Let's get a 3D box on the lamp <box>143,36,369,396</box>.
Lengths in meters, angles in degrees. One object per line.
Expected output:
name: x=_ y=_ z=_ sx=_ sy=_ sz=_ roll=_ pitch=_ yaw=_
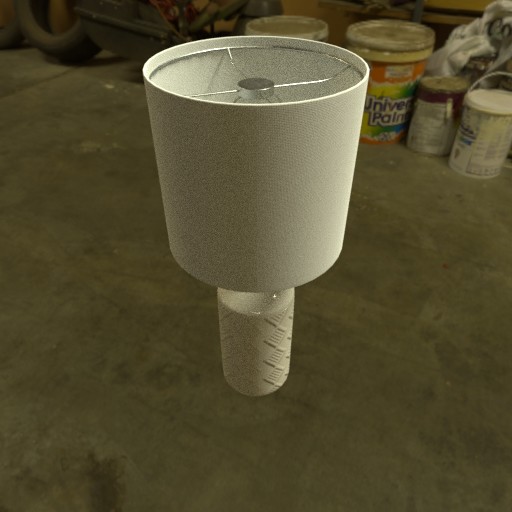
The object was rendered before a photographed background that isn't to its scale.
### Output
lamp: x=0.000 y=0.000 z=0.557 sx=0.207 sy=0.461 sz=0.207 roll=-12 pitch=41 yaw=-14
